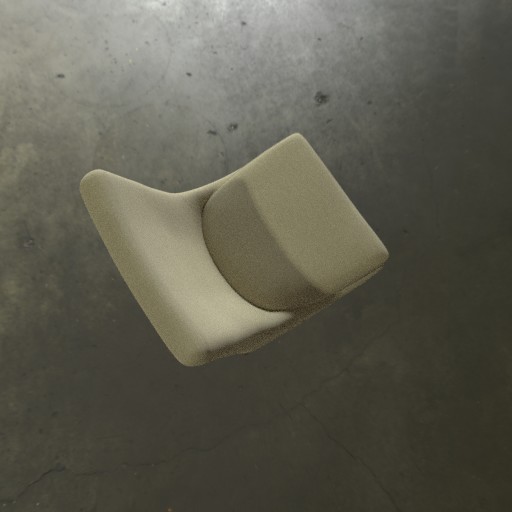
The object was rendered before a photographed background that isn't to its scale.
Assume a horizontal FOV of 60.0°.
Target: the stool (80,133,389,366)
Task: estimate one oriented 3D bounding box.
[{"bbox_3d":[0.000,0.000,1.291,0.577,0.981,0.470,-32,78,-8],"label":"stool"}]
